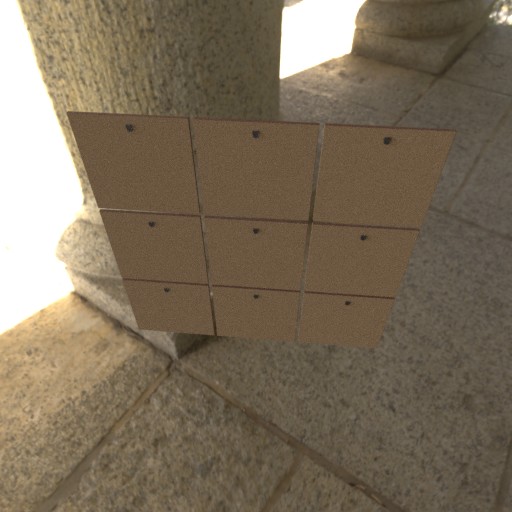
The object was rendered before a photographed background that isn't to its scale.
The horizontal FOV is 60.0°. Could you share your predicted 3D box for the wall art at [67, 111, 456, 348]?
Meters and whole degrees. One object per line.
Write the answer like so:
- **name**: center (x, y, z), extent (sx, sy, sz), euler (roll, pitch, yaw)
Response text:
- **wall art**: center (0.000, 0.000, 1.825), extent (1.221, 1.218, 0.019), euler (4, 47, 4)
